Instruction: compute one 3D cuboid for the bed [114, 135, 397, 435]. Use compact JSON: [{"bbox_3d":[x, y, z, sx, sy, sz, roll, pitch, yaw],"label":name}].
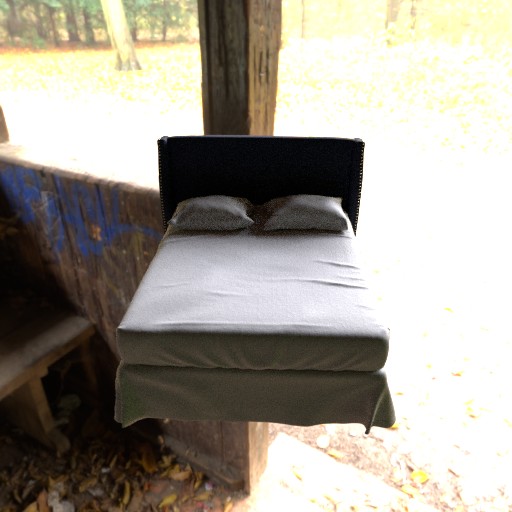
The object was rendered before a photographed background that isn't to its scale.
[{"bbox_3d":[0.000,0.000,3.479,1.925,1.332,2.276,1,29,2],"label":"bed"}]
